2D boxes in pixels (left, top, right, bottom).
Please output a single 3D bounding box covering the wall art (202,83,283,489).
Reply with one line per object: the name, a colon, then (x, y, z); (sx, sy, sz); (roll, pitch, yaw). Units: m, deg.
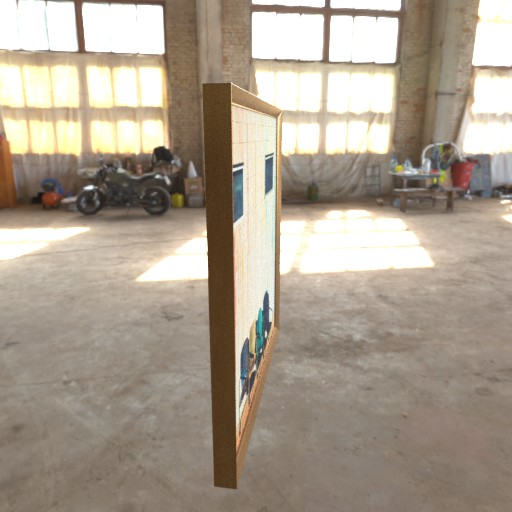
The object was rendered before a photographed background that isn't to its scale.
wall art: (0.000, 0.000, 0.457); (0.019, 0.302, 0.302); (2, 15, 9)
